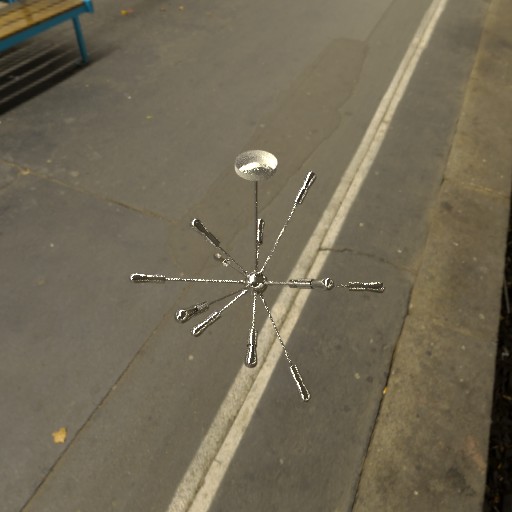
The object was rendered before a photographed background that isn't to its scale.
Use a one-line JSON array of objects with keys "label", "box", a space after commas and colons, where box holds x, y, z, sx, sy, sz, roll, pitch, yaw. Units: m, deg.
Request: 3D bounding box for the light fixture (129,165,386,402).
[{"label": "light fixture", "box": [0.000, 0.000, 1.106, 0.684, 0.558, 0.509, 2, 47, 2]}]
